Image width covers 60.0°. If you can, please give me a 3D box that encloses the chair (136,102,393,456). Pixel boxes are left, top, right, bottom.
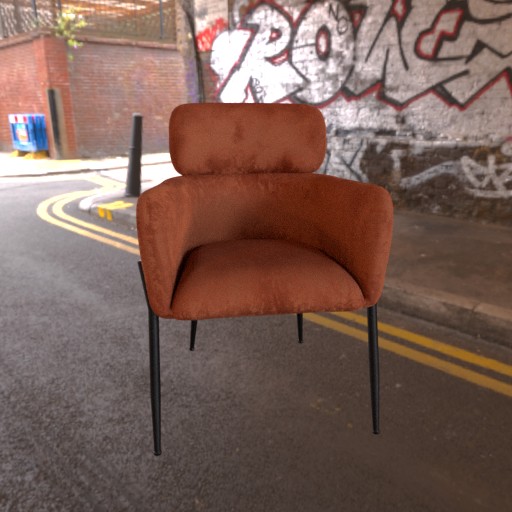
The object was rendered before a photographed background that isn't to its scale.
[{"bbox_3d":[0.000,0.000,1.161,0.561,0.772,0.523,-2,18,-7],"label":"chair"}]
